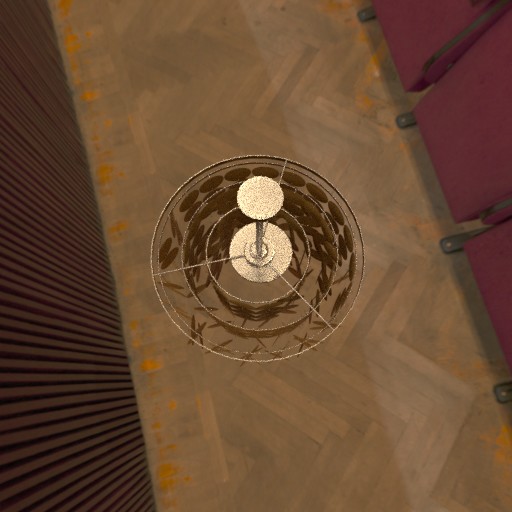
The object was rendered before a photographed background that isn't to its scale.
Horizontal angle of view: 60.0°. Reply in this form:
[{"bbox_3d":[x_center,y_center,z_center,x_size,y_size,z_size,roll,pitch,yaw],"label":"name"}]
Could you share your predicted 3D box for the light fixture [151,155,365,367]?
[{"bbox_3d":[0.000,0.000,0.749,0.368,0.492,0.368,0,75,0],"label":"light fixture"}]
